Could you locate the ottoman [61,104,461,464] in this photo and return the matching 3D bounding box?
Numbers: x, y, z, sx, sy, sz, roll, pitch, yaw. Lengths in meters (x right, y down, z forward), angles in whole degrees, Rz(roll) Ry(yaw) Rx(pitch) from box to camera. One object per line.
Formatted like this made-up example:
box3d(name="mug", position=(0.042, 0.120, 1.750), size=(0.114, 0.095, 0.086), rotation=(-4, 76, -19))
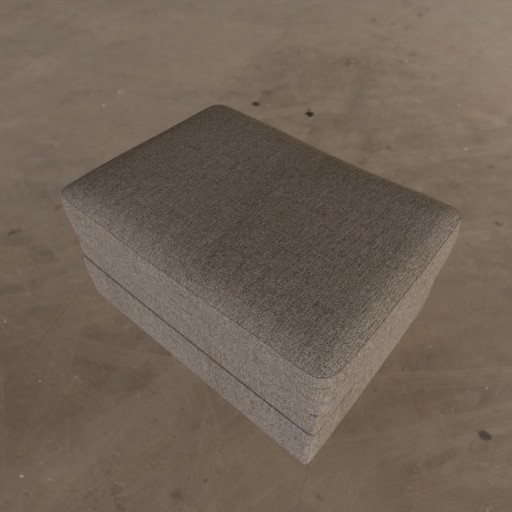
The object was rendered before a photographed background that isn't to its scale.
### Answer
box3d(name="ottoman", position=(0.000, 0.000, 1.265), size=(0.885, 0.478, 0.637), rotation=(32, 54, 26))
